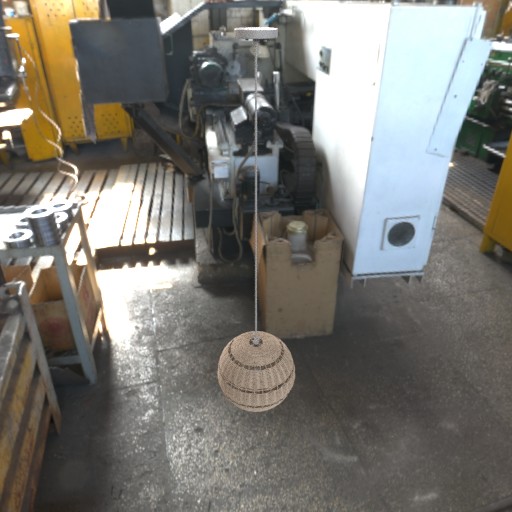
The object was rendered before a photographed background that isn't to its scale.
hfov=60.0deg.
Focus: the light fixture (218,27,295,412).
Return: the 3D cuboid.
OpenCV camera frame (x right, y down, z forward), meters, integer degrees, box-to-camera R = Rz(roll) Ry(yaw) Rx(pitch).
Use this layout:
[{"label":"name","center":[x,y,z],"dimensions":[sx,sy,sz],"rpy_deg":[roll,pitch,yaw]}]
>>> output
[{"label":"light fixture","center":[0.000,0.000,2.209],"dimensions":[0.457,2.019,0.457],"rpy_deg":[22,37,33]}]
